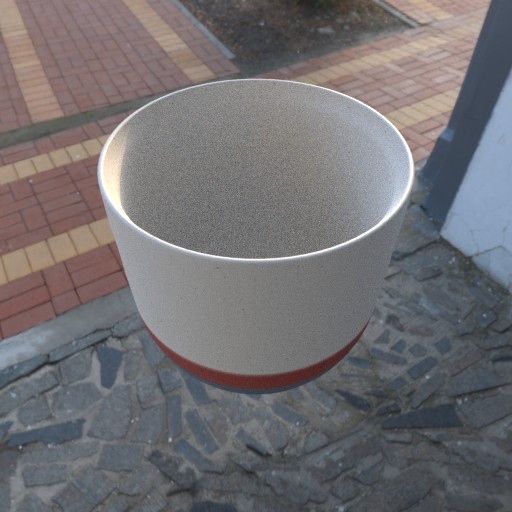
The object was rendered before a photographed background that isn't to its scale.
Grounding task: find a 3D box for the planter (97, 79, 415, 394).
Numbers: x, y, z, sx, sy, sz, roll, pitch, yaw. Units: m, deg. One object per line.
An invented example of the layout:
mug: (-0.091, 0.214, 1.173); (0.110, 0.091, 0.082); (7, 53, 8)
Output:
planter: (0.000, 0.000, 0.479); (0.268, 0.270, 0.268); (0, 47, 0)
